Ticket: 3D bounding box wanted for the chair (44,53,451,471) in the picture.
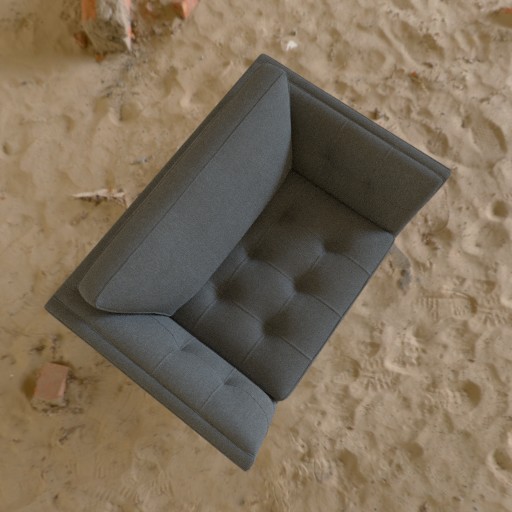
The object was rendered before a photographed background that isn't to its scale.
[{"bbox_3d":[0.000,0.000,2.016,0.965,0.942,1.396,36,78,8],"label":"chair"}]
